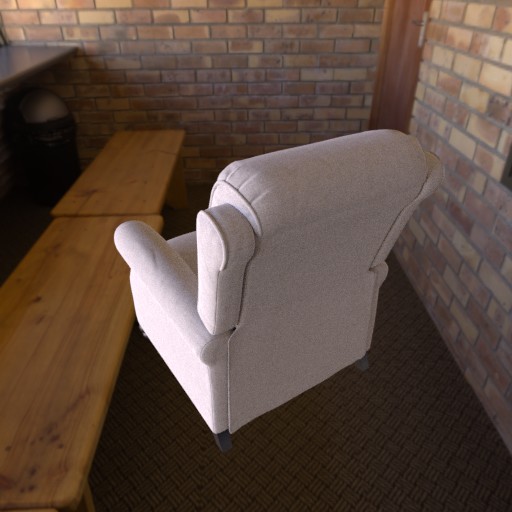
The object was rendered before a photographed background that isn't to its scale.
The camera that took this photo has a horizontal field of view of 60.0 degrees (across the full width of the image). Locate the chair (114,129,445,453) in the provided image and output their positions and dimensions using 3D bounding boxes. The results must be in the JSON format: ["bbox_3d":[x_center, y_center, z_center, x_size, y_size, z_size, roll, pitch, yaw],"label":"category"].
[{"bbox_3d":[0.000,0.000,1.692,0.859,1.046,0.919,-20,37,-28],"label":"chair"}]
